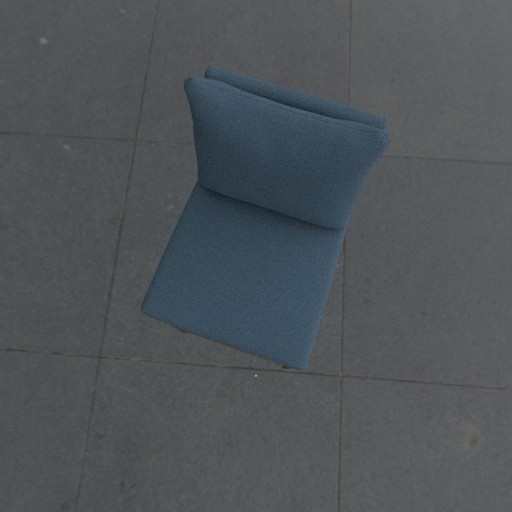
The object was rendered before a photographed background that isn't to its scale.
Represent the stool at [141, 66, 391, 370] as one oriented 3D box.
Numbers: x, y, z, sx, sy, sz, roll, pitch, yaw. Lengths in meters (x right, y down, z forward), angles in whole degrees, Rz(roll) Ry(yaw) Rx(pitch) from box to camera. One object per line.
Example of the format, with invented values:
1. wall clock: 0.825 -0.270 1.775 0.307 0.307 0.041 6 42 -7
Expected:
1. stool: 0.000 0.000 1.348 0.463 1.032 0.568 19 76 5
